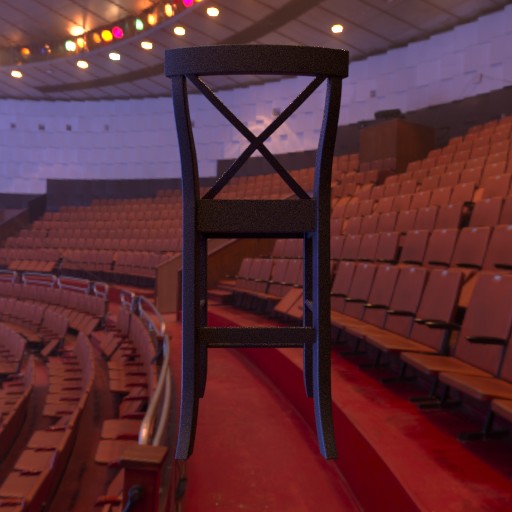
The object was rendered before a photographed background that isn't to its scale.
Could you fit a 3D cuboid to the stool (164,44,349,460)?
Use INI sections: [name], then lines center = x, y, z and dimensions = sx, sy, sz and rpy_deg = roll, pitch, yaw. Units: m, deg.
[stool]
center = 0.000, 0.000, 1.301
dimensions = 0.452, 0.989, 0.559
rpy_deg = 0, 0, -1
